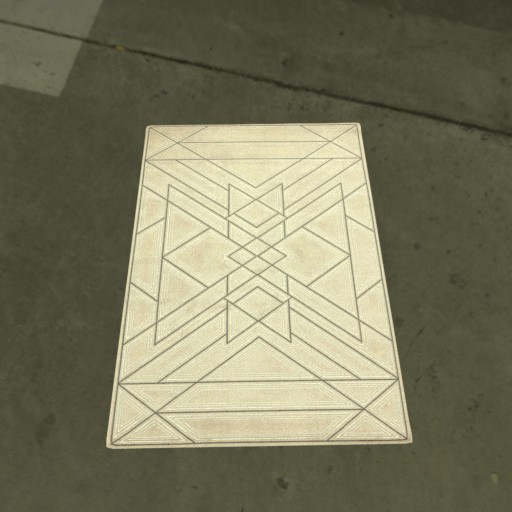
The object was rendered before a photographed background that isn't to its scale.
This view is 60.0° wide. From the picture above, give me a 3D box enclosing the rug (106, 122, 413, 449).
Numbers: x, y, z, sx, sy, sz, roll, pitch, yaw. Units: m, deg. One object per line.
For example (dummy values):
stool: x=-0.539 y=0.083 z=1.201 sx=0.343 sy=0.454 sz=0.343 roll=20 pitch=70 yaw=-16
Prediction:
rug: x=0.000 y=0.000 z=4.278 sx=2.436 sy=0.026 sz=3.381 roll=-1 pitch=63 yaw=0
